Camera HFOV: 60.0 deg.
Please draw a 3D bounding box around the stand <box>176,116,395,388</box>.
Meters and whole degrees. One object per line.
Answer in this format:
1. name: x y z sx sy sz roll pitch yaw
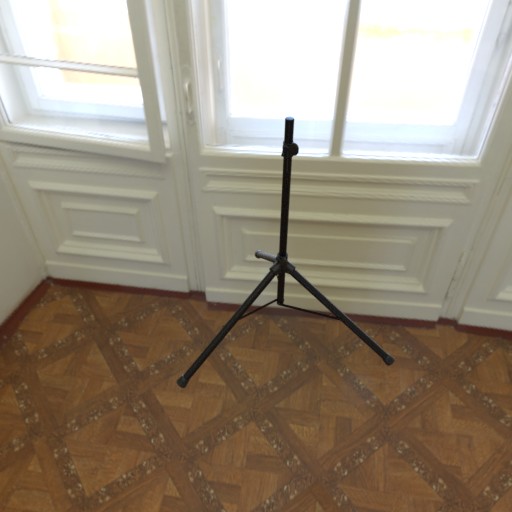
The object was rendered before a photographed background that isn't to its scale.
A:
1. stand: 0.000 0.000 1.881 0.907 1.136 1.045 -26 47 -27
